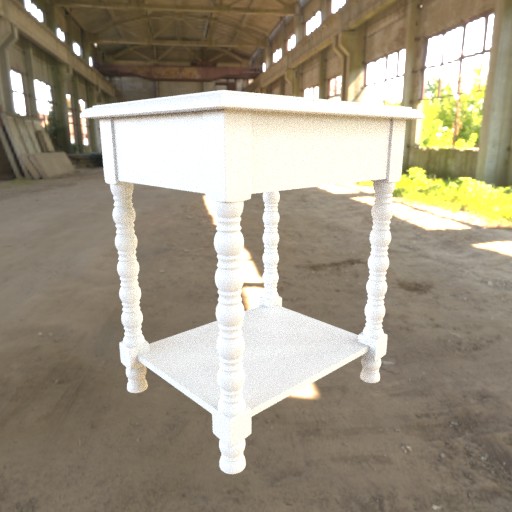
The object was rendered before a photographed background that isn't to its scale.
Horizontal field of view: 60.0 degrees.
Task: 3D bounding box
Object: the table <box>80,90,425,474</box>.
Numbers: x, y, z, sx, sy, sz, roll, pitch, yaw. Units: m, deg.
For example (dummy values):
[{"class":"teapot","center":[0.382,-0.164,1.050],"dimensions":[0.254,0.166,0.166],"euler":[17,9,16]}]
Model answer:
[{"class":"table","center":[0.000,0.000,0.829],"dimensions":[0.460,0.531,0.381],"euler":[-13,20,-41]}]
